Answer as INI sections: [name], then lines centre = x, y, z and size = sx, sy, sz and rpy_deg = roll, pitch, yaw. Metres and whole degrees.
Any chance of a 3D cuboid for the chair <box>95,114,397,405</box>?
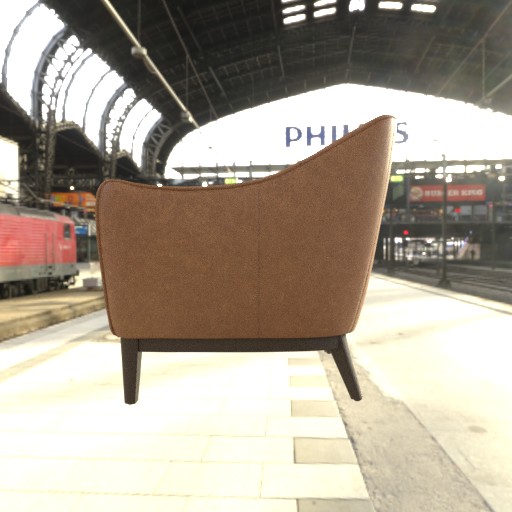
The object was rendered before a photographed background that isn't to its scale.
[chair]
centre = 0.000, 0.000, 1.579
size = 0.852, 0.830, 0.871
rpy_deg = 0, 1, 1
